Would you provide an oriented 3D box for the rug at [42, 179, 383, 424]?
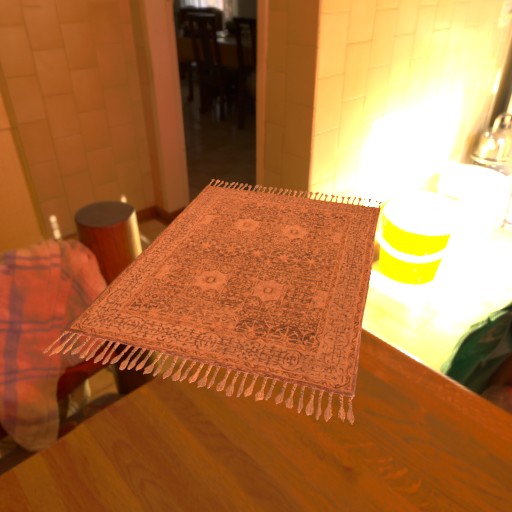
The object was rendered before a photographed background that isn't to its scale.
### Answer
[{"bbox_3d":[0.000,0.000,3.119,1.619,0.023,2.465,9,33,14],"label":"rug"}]
